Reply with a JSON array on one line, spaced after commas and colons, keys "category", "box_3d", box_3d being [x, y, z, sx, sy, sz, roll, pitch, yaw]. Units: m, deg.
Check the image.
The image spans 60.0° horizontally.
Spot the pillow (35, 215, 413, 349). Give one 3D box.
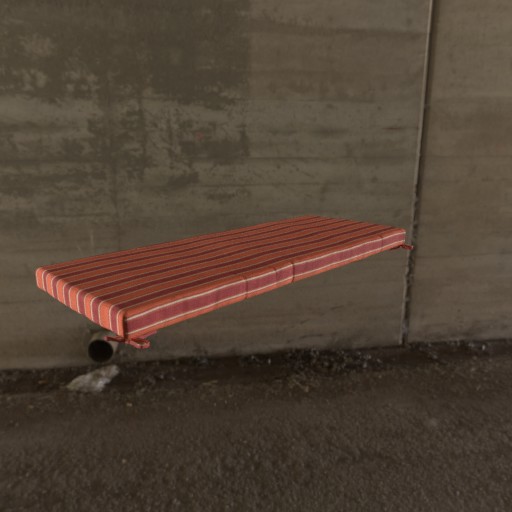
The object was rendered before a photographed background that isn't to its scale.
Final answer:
[{"category": "pillow", "box_3d": [0.000, 0.000, 1.376, 0.492, 0.081, 1.187, 14, 21, 43]}]
